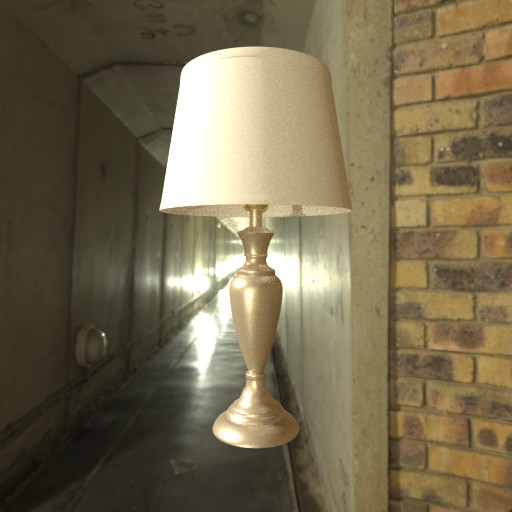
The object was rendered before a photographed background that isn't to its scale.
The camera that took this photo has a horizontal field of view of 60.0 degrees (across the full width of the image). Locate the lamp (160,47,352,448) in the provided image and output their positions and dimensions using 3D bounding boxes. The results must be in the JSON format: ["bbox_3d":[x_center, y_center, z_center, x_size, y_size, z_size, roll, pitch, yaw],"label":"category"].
[{"bbox_3d":[0.000,0.000,0.775,0.328,0.612,0.328,0,2,0],"label":"lamp"}]
